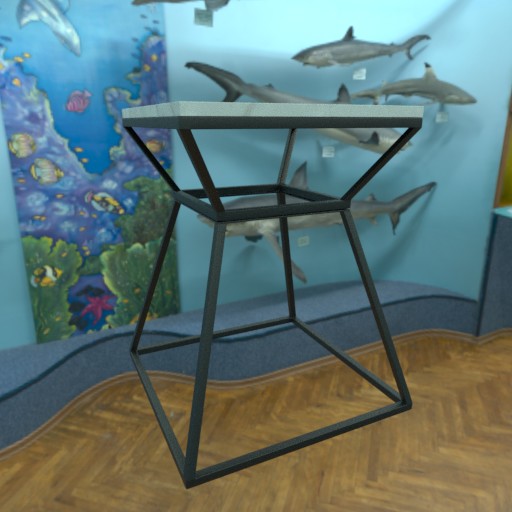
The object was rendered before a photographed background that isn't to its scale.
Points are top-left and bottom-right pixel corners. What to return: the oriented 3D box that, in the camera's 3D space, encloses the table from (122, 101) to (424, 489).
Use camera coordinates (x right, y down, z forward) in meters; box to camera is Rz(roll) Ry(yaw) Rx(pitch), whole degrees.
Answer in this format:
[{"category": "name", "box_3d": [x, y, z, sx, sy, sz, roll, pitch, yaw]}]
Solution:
[{"category": "table", "box_3d": [0.000, 0.000, 0.881, 0.455, 0.559, 0.455, -8, 19, -25]}]
